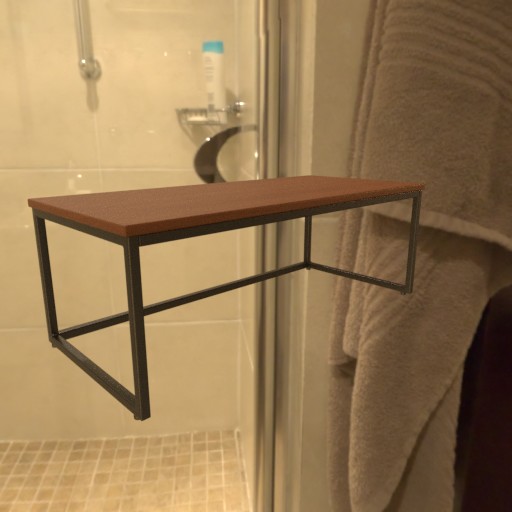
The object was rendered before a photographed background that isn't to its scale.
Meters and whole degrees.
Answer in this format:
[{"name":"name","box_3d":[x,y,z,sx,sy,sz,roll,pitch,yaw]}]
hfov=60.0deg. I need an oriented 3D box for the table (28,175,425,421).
[{"name":"table","box_3d":[0.000,0.000,1.348,1.100,0.400,0.500,-14,20,-42]}]
